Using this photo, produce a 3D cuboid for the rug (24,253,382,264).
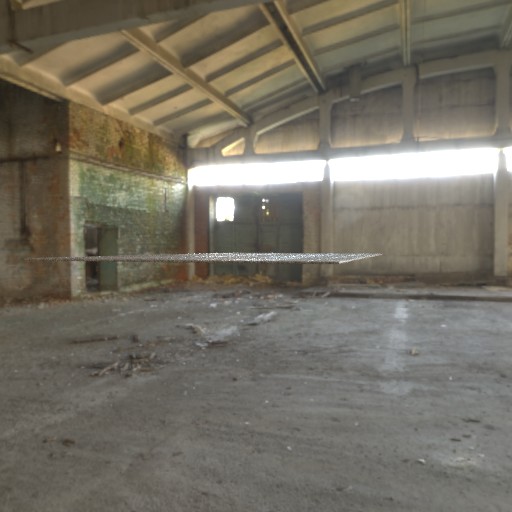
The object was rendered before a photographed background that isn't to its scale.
[{"bbox_3d":[0.000,0.000,3.072,1.549,0.010,2.464,0,1,19],"label":"rug"}]
